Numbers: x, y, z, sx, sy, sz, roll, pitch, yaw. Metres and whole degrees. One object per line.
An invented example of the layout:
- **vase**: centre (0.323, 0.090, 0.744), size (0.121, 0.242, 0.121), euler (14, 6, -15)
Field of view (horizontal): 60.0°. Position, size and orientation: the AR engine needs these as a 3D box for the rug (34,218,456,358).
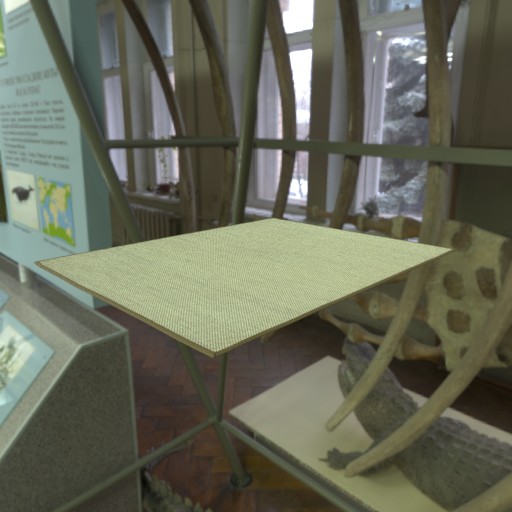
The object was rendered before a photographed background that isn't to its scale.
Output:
- **rug**: centre (0.000, 0.000, 4.011), size (2.413, 0.020, 3.041), euler (15, 21, 43)
